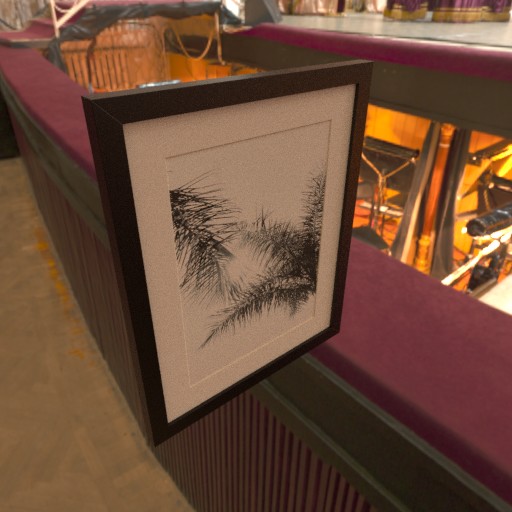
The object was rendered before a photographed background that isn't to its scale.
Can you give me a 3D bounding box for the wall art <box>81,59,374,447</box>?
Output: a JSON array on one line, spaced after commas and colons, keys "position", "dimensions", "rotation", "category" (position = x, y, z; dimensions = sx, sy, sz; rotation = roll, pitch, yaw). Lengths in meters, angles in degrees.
[{"position": [0.000, 0.000, 0.728], "dimensions": [0.457, 0.557, 0.028], "rotation": [-23, 38, -33], "category": "wall art"}]
